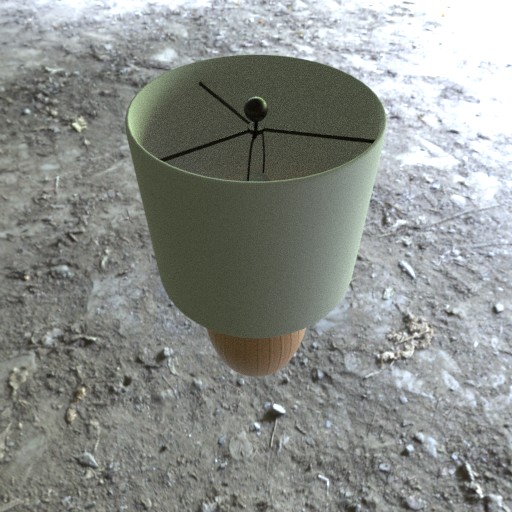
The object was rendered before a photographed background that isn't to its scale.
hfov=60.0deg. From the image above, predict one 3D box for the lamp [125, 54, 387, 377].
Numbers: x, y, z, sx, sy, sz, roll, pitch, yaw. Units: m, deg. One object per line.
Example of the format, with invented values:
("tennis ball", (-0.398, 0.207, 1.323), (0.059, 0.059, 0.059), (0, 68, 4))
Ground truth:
("lamp", (0.000, 0.000, 0.760), (0.329, 0.570, 0.329), (0, 46, 0))
